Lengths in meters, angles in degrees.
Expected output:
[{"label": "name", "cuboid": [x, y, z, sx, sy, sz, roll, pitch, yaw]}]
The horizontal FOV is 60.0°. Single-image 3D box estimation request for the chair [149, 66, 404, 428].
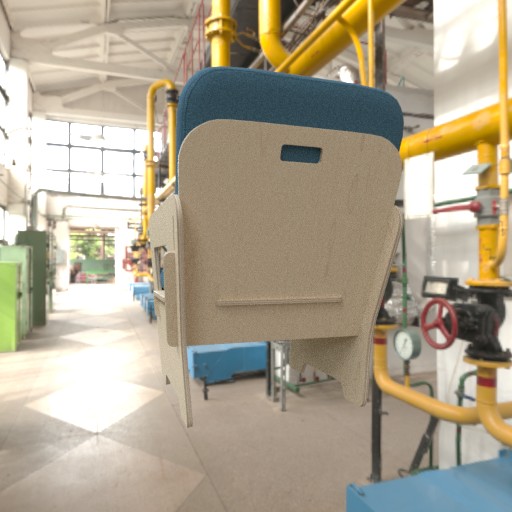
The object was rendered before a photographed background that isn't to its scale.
[{"label": "chair", "cuboid": [0.000, 0.000, 1.200, 0.547, 0.747, 0.657, 0, -1, -19]}]
